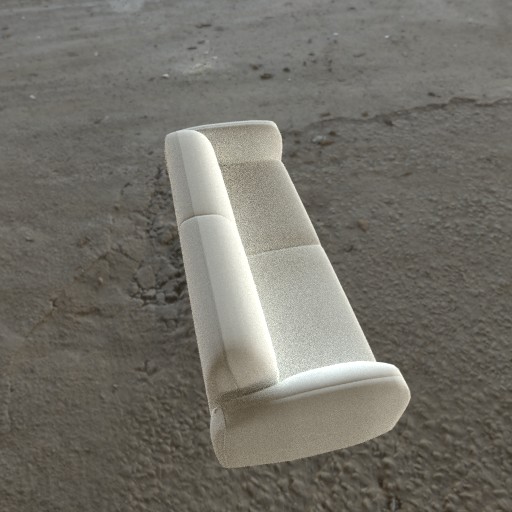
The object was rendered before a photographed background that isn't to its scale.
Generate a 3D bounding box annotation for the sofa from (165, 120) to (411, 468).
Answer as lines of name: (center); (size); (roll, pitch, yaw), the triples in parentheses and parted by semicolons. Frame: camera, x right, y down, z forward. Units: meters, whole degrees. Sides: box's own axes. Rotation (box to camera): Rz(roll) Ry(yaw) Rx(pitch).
sofa: (0.000, 0.000, 2.652); (0.870, 0.780, 2.280); (-10, 48, -9)
